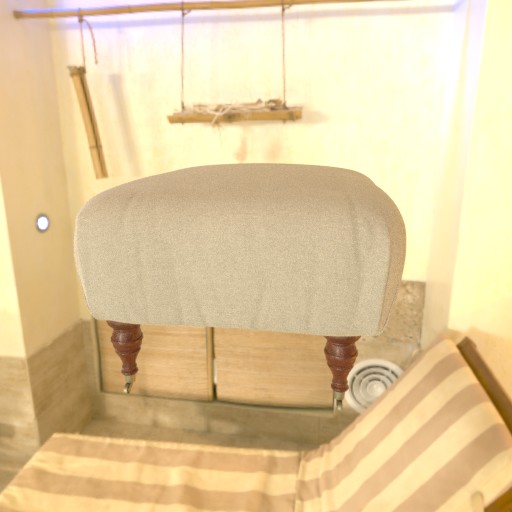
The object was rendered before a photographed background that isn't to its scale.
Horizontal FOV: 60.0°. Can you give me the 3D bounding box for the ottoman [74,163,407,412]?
[{"bbox_3d":[0.000,0.000,1.127,0.622,0.450,0.746,2,15,8],"label":"ottoman"}]
